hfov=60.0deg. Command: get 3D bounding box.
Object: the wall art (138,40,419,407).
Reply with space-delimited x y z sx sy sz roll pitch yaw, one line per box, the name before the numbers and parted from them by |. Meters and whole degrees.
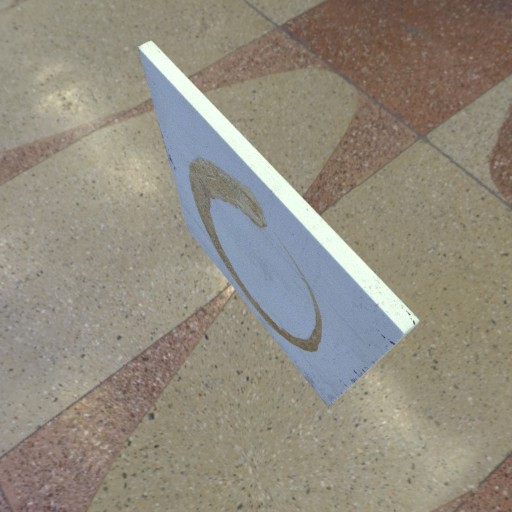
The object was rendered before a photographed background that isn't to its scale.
wall art | 0.000 0.000 1.119 0.038 0.762 0.762 -34 68 -16
